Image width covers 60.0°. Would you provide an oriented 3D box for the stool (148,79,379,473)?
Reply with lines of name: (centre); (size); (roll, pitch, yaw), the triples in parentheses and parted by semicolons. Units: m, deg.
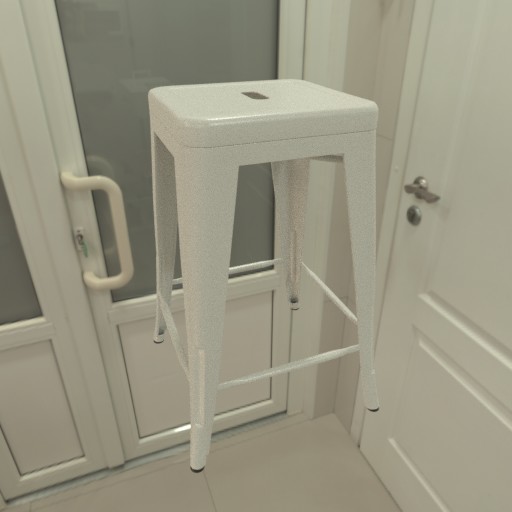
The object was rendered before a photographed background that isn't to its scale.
stool: (0.000, 0.000, 0.878); (0.406, 0.610, 0.406); (-11, 31, -18)
